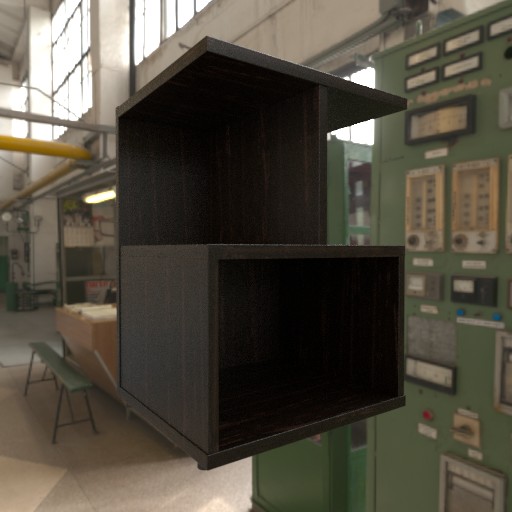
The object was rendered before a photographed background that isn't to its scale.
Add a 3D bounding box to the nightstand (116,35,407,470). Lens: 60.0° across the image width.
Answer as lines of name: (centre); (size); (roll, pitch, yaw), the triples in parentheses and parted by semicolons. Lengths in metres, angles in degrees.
nightstand: (0.000, 0.000, 0.813); (0.400, 0.559, 0.356); (-1, 1, -35)
